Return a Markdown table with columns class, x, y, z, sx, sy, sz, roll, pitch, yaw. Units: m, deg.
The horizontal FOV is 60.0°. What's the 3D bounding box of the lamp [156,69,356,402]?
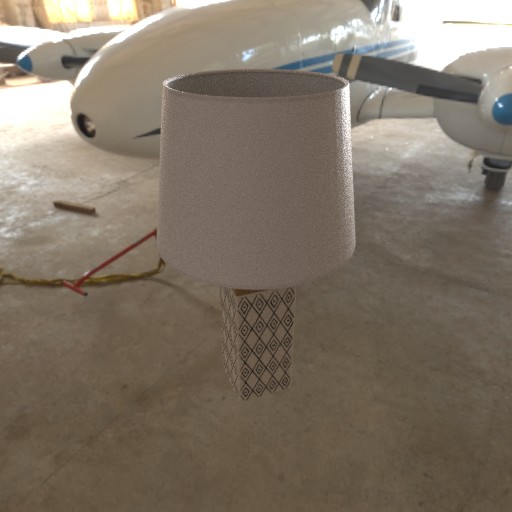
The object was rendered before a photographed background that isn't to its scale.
| class | x | y | z | sx | sy | sz | roll | pitch | yaw |
| --- | --- | --- | --- | --- | --- | --- | --- | --- | --- |
| lamp | 0.000 | 0.000 | 0.586 | 0.251 | 0.435 | 0.251 | 0 | 30 | 0 |
